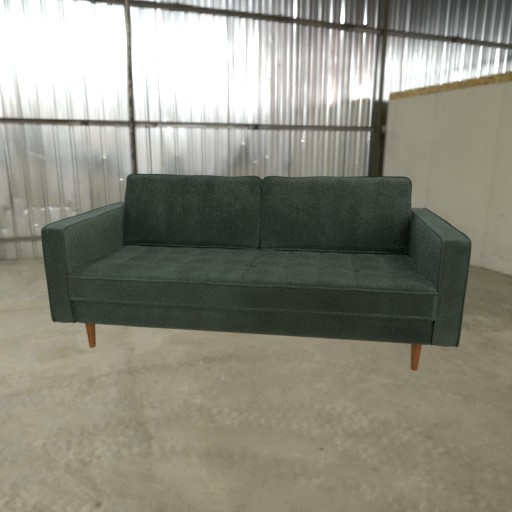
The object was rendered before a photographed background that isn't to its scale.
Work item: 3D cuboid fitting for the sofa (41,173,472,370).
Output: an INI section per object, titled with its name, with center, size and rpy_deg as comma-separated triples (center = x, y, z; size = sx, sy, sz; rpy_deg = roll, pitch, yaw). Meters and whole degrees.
[sofa]
center = 0.000, 0.000, 2.251
size = 1.816, 0.781, 0.886
rpy_deg = 2, 14, 8
